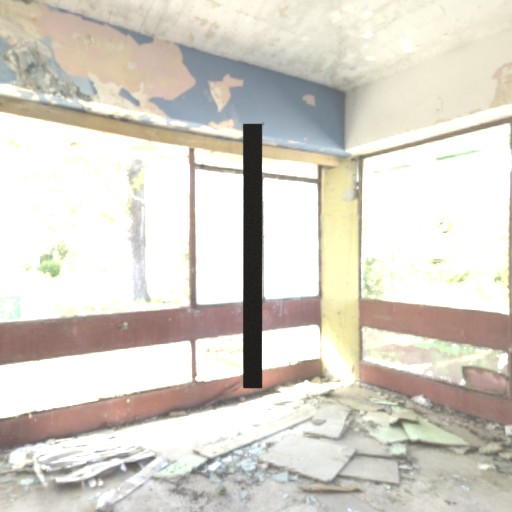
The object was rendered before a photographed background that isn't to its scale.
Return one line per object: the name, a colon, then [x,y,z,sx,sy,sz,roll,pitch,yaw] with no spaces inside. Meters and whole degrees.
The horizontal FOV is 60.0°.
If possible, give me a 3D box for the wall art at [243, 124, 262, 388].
wall art: [0.000,0.000,1.714,0.041,0.554,1.572,0,0,1]
